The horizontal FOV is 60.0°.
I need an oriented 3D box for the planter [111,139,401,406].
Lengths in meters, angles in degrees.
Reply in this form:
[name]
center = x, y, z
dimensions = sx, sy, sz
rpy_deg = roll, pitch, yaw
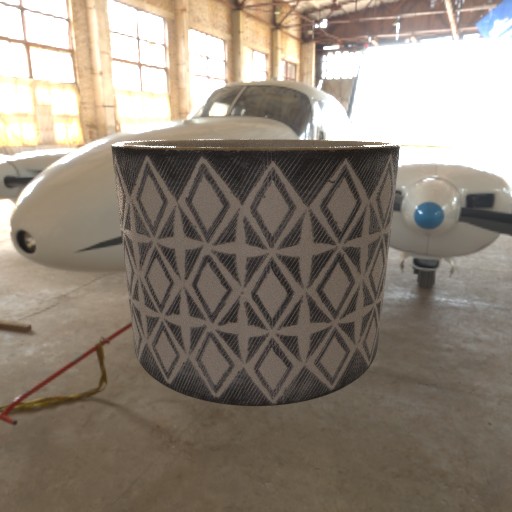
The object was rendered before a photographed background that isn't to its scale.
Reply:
[planter]
center = 0.000, 0.000, 0.331
dimensions = 0.192, 0.165, 0.192
rpy_deg = 0, 16, 0
